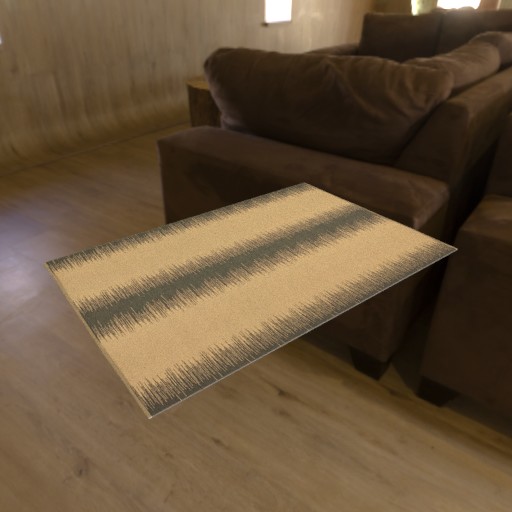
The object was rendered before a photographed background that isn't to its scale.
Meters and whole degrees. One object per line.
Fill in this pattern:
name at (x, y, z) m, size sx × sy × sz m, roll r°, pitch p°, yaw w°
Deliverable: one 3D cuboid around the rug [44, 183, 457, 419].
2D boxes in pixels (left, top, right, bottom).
rug at (0.000, 0.000, 2.367) m, size 1.854 × 0.006 × 1.234 m, roll -22°, pitch 37°, yaw -32°
